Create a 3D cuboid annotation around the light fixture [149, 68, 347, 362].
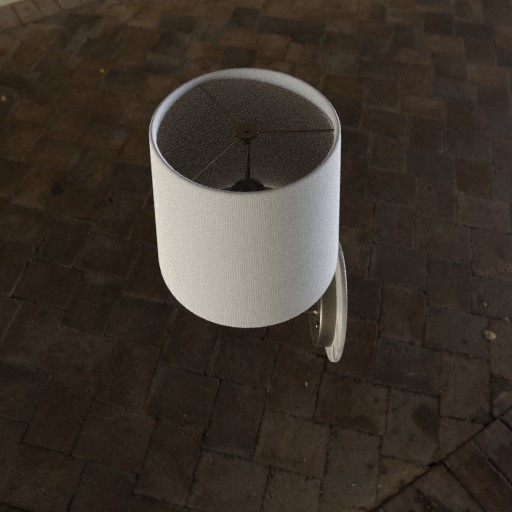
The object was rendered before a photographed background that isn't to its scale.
[{"bbox_3d":[0.000,0.000,0.444,0.188,0.337,0.168,0,58,0],"label":"light fixture"}]
